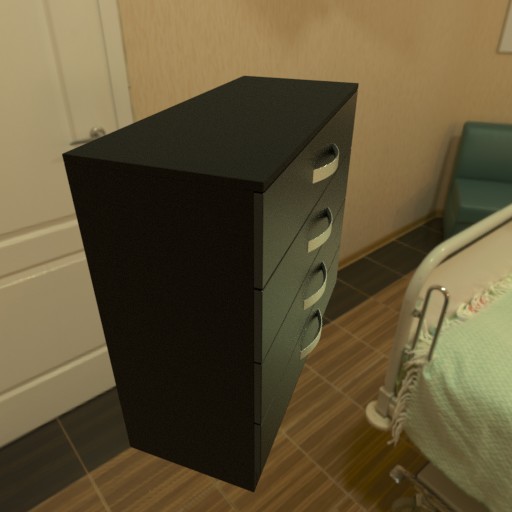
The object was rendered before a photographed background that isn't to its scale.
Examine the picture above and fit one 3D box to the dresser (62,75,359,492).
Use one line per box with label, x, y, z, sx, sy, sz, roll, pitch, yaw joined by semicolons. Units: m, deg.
dresser;0.000;0.000;1.118;0.360;0.720;0.750;11;33;18
